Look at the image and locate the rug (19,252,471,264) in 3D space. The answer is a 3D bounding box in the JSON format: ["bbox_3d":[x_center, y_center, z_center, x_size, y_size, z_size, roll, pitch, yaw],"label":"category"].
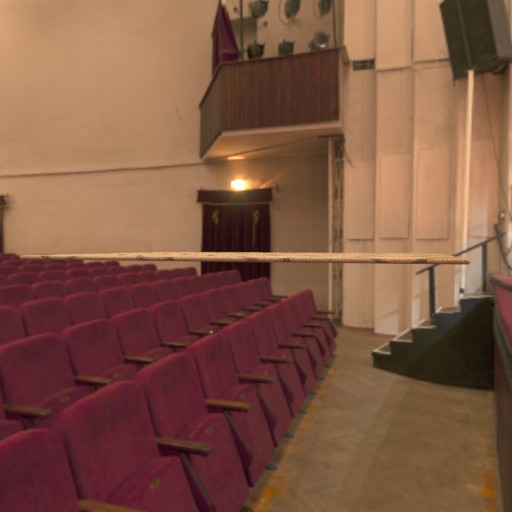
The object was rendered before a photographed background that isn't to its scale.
[{"bbox_3d":[0.000,0.000,3.346,2.701,0.026,1.801,0,1,18],"label":"rug"}]
